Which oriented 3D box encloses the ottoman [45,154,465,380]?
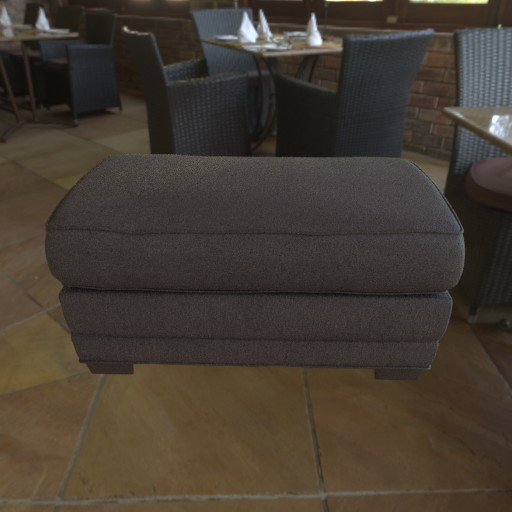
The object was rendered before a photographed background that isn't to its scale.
[{"bbox_3d":[0.000,0.000,1.152,0.864,0.448,0.490,1,31,1],"label":"ottoman"}]
